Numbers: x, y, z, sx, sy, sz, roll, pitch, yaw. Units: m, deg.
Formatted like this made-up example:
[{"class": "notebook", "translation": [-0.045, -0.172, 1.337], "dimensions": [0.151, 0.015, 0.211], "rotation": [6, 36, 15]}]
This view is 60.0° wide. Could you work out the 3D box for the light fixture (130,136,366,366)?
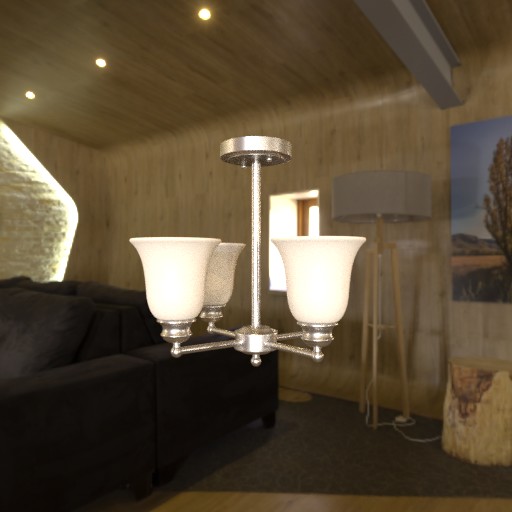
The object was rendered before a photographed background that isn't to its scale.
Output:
[{"class": "light fixture", "translation": [0.000, 0.000, 0.745], "dimensions": [0.427, 0.370, 0.427], "rotation": [0, 0, -36]}]
